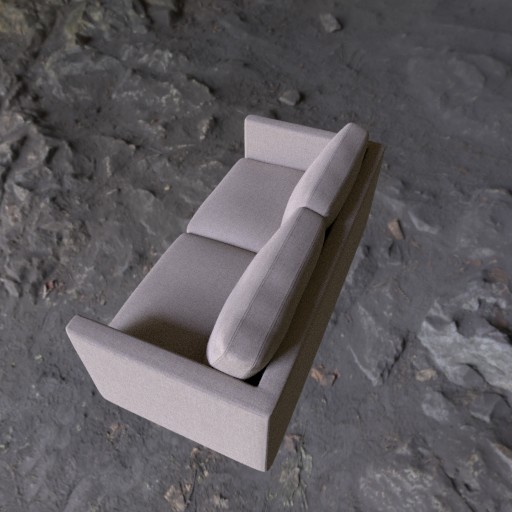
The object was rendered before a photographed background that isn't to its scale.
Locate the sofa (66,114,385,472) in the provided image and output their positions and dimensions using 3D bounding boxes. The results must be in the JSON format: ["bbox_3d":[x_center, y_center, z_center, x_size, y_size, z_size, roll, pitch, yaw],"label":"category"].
[{"bbox_3d":[0.000,0.000,2.462,0.951,0.947,1.884,18,50,16],"label":"sofa"}]
